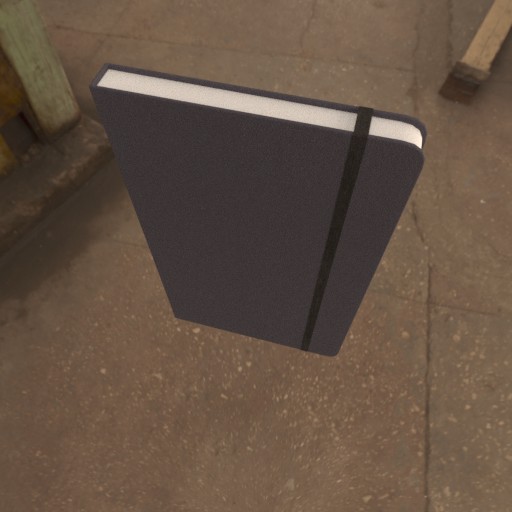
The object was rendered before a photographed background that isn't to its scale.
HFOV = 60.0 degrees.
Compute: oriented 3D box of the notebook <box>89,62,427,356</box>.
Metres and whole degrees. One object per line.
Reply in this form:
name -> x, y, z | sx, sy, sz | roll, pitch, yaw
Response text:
notebook -> 0.000, 0.000, 0.252 | 0.127, 0.213, 0.016 | 13, 59, 8
